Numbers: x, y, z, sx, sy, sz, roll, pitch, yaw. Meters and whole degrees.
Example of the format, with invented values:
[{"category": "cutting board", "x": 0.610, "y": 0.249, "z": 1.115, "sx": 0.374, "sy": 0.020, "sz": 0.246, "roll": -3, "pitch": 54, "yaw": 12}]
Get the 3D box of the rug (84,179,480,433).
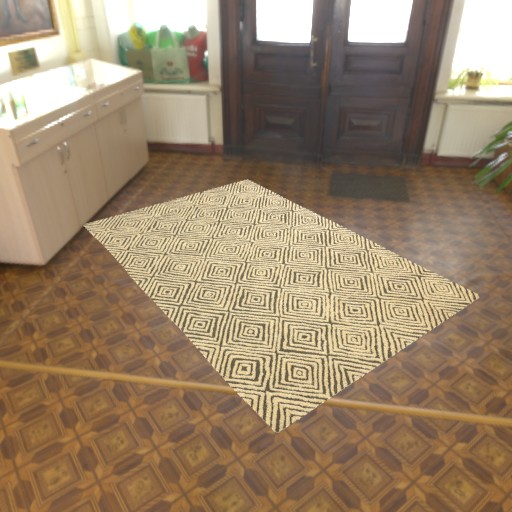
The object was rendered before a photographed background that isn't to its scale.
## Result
[{"category": "rug", "x": 0.000, "y": 0.000, "z": 2.254, "sx": 1.177, "sy": 0.004, "sz": 1.750, "roll": -21, "pitch": 37, "yaw": -31}]
